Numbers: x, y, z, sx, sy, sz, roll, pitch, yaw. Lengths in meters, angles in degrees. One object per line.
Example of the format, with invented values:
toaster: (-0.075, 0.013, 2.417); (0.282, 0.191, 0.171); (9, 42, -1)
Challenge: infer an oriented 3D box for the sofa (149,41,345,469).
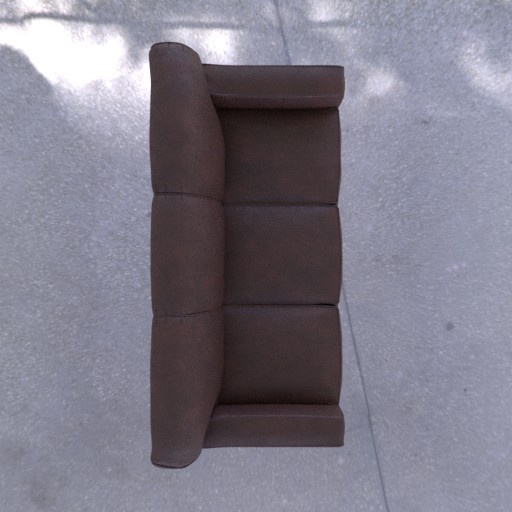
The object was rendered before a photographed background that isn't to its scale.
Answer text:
sofa: (0.000, 0.000, 2.485); (1.008, 0.953, 2.039); (0, 90, 0)
